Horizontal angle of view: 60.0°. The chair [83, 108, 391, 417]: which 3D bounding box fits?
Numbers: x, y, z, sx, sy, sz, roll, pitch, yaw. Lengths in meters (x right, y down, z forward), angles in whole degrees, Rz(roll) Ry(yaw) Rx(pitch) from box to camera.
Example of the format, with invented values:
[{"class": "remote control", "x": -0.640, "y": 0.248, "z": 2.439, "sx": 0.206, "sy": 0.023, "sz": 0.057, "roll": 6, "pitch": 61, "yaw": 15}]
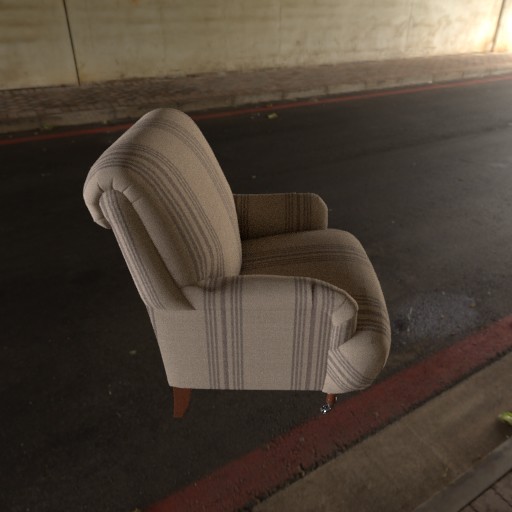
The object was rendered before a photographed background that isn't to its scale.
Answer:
[{"class": "chair", "x": 0.000, "y": 0.000, "z": 1.593, "sx": 0.914, "sy": 0.940, "sz": 0.813, "roll": 0, "pitch": 30, "yaw": 1}]
